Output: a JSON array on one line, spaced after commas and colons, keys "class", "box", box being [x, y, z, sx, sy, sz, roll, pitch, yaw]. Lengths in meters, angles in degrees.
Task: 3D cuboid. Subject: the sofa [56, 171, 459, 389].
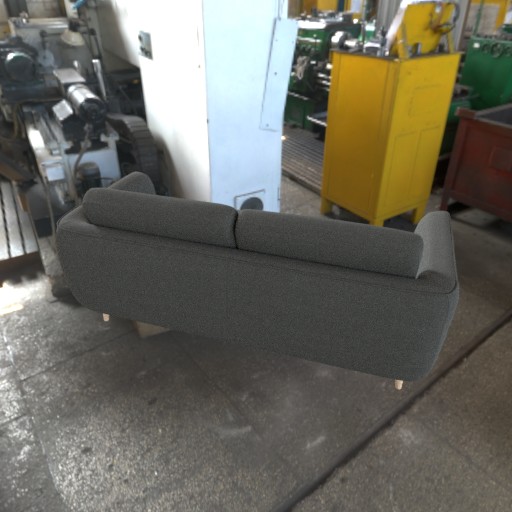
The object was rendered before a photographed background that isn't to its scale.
[{"class": "sofa", "box": [0.000, 0.000, 2.451, 2.000, 0.850, 0.920, 10, 33, 15]}]
